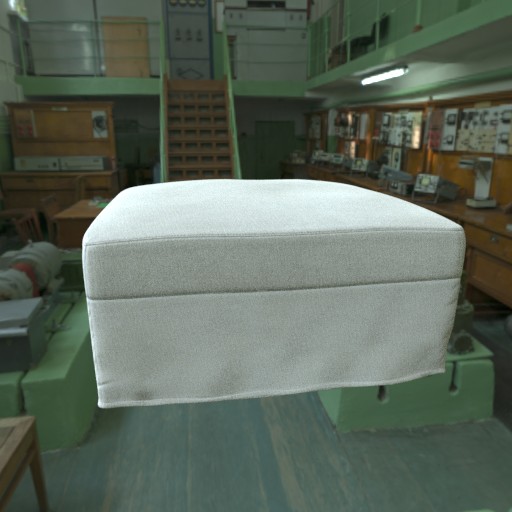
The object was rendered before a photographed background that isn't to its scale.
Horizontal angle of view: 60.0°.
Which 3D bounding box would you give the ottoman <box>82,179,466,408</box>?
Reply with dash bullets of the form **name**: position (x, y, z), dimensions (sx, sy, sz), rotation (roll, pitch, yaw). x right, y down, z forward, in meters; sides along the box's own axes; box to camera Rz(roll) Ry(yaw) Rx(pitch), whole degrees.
- **ottoman**: position (0.000, 0.000, 1.336), dimensions (0.842, 0.441, 0.843), rotation (-3, 16, -9)
